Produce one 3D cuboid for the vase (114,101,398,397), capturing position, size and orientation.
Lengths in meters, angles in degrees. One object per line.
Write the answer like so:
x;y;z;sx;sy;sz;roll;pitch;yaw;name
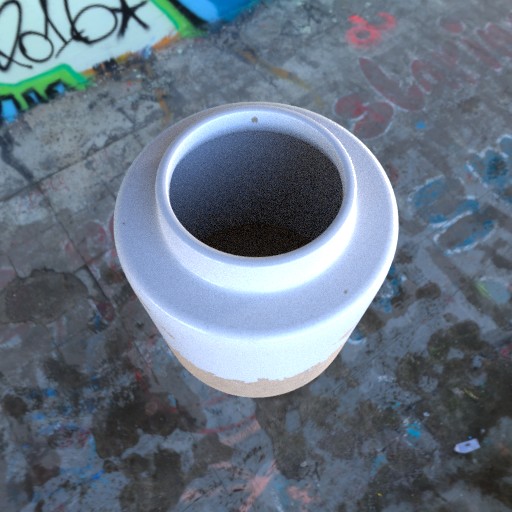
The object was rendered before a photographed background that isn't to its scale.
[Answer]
0.000;0.000;0.288;0.153;0.167;0.153;0;63;0;vase
